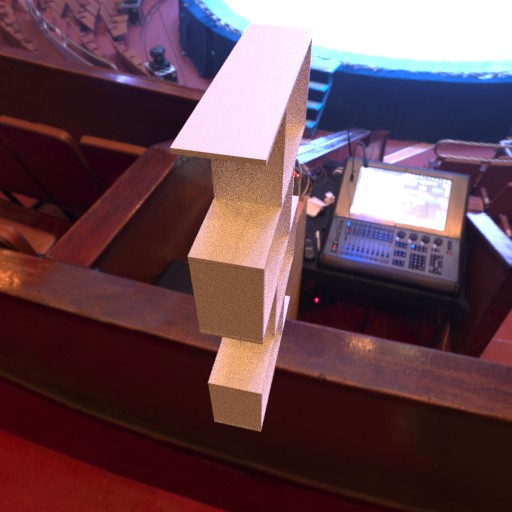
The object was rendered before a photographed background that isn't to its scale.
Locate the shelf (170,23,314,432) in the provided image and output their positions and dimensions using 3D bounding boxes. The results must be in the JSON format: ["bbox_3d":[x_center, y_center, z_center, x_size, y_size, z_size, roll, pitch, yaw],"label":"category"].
[{"bbox_3d":[0.000,0.000,1.997,0.250,1.650,0.890,9,47,9],"label":"shelf"}]
